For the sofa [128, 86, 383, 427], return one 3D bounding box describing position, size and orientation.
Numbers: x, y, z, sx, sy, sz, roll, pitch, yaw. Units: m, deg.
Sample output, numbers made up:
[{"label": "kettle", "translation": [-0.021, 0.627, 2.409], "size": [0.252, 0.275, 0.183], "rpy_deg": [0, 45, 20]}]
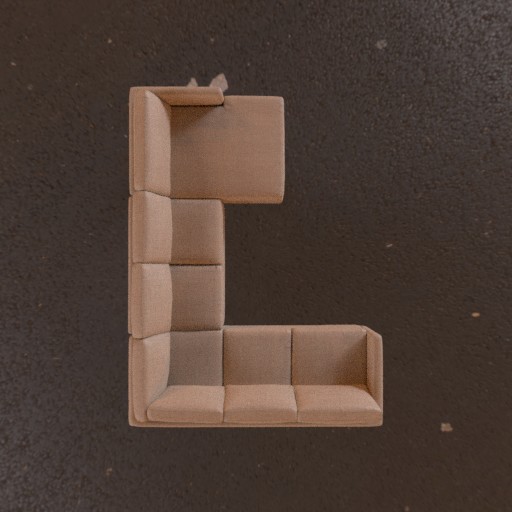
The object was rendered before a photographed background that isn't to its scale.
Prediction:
[{"label": "sofa", "translation": [0.000, 0.000, 4.723], "size": [2.594, 0.961, 3.460], "rpy_deg": [0, 90, 0]}]
